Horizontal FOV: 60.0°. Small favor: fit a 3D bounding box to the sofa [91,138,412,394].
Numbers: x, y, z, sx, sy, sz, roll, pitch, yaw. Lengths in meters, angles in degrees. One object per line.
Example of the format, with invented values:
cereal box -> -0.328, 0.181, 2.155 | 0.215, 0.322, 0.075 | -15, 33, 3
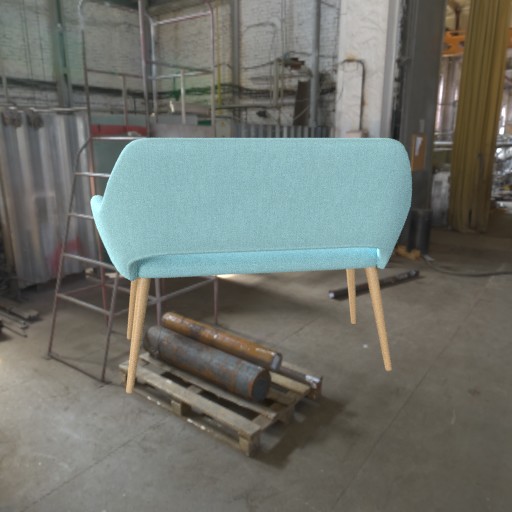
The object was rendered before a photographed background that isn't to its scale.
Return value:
sofa -> 0.000, 0.000, 1.638 | 1.150, 0.840, 0.610 | -2, 15, -9
